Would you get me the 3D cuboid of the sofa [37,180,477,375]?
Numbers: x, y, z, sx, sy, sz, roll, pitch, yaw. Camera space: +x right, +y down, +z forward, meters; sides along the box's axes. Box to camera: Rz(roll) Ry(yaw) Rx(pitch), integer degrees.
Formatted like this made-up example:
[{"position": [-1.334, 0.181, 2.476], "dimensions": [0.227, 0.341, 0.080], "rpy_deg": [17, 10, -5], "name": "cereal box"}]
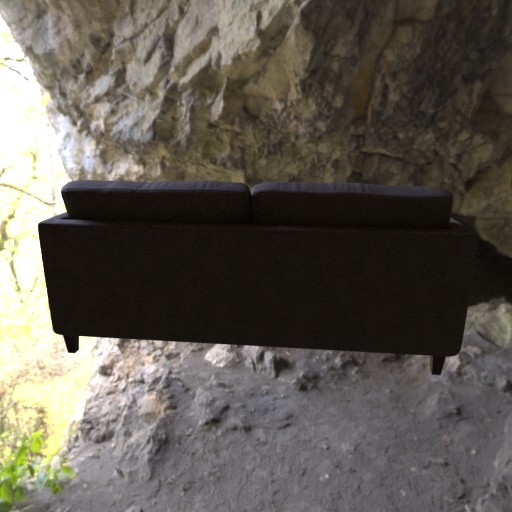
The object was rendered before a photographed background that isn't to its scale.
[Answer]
[{"position": [0.000, 0.000, 2.685], "dimensions": [2.208, 0.965, 0.951], "rpy_deg": [2, 17, 6], "name": "sofa"}]
